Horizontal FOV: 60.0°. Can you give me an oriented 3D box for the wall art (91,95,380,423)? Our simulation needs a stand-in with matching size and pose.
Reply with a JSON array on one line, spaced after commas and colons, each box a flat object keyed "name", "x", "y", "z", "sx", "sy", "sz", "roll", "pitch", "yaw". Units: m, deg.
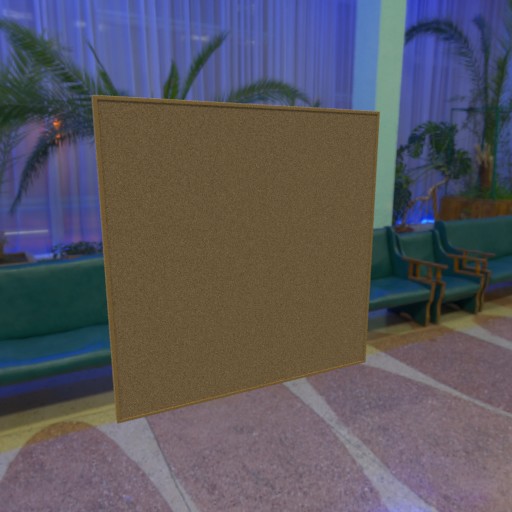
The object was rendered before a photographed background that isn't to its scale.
[{"name": "wall art", "x": 0.000, "y": 0.000, "z": 0.701, "sx": 0.457, "sy": 0.455, "sz": 0.013, "roll": -6, "pitch": 14, "yaw": -25}]
